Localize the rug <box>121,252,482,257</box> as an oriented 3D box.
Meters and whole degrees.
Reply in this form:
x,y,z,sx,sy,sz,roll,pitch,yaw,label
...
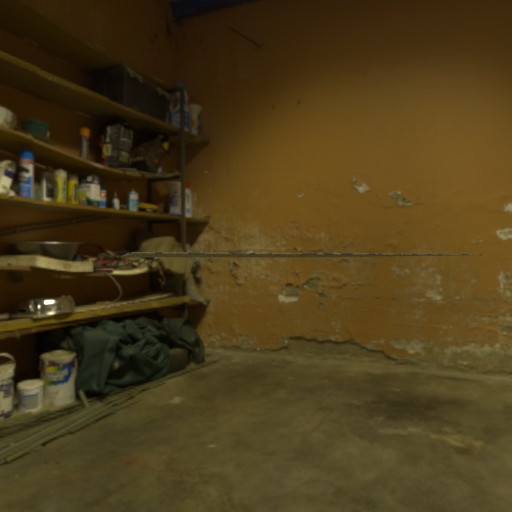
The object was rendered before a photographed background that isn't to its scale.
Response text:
x,y,z,sx,sy,sz,roll,pitch,yaw,label
0.000,0.000,4.225,2.435,0.007,3.007,0,-1,-18,rug
